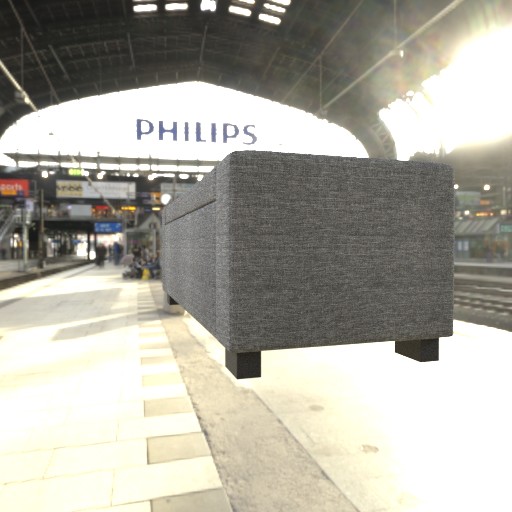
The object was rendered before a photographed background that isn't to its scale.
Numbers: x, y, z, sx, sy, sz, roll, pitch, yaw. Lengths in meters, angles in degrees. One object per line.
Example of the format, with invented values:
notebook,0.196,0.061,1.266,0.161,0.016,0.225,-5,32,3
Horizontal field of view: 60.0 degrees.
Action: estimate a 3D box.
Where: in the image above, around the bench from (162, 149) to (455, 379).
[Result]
bench,0.000,0.000,1.497,0.508,0.445,1.296,0,1,-17
